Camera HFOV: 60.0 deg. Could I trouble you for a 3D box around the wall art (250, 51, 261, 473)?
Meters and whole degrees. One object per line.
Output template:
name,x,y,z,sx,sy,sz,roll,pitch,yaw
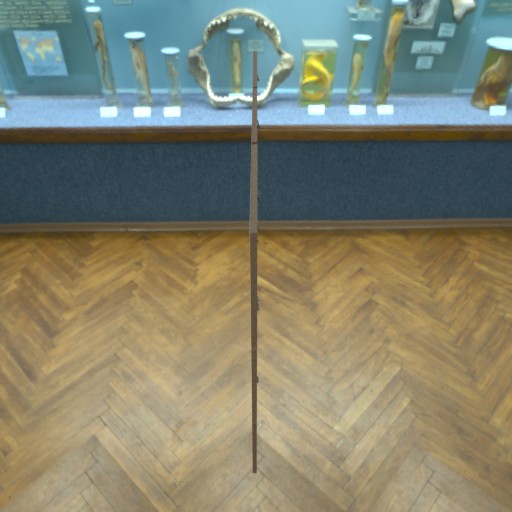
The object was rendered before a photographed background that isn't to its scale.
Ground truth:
wall art,0.000,0.000,1.342,0.018,0.904,0.906,0,42,0
